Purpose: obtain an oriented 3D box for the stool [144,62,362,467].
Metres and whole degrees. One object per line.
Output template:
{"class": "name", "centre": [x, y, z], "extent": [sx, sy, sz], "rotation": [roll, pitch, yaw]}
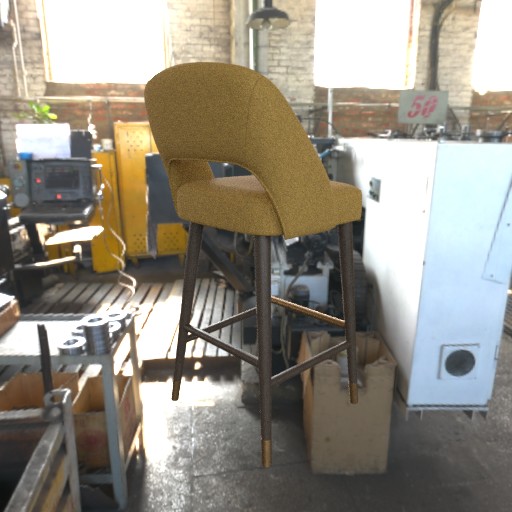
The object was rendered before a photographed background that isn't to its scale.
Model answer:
{"class": "stool", "centre": [0.000, 0.000, 1.342], "extent": [0.522, 1.032, 0.536], "rotation": [-15, 21, -43]}
